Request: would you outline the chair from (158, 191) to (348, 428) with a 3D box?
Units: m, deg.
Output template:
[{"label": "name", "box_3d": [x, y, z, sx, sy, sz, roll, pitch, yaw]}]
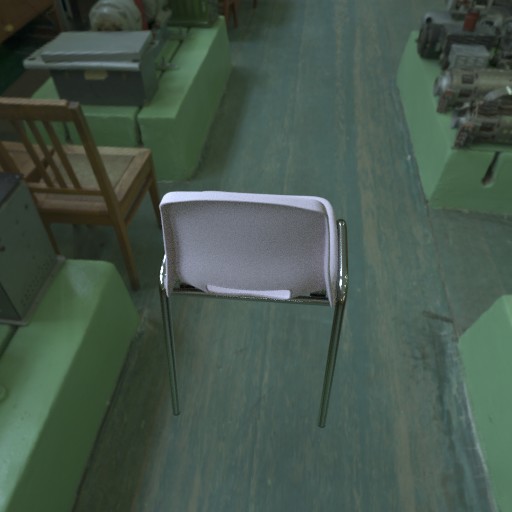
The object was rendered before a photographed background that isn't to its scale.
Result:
[{"label": "chair", "box_3d": [0.000, 0.000, 0.929, 0.381, 0.653, 0.436, 4, 46, 3]}]
